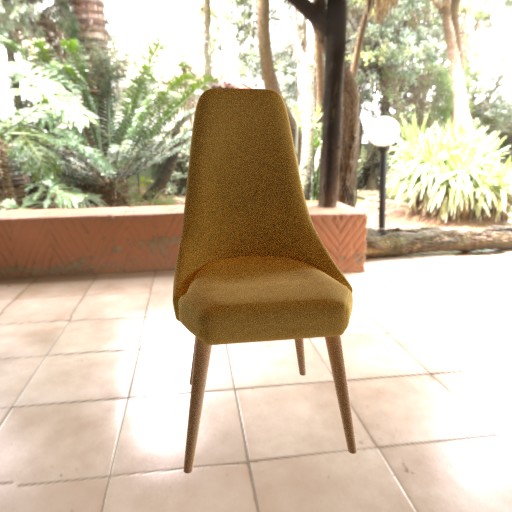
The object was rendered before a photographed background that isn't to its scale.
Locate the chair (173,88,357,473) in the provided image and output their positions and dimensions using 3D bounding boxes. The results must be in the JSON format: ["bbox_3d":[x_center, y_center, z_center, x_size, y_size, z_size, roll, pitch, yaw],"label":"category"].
[{"bbox_3d":[0.000,0.000,1.372,0.510,1.040,0.660,-2,15,-9],"label":"chair"}]
